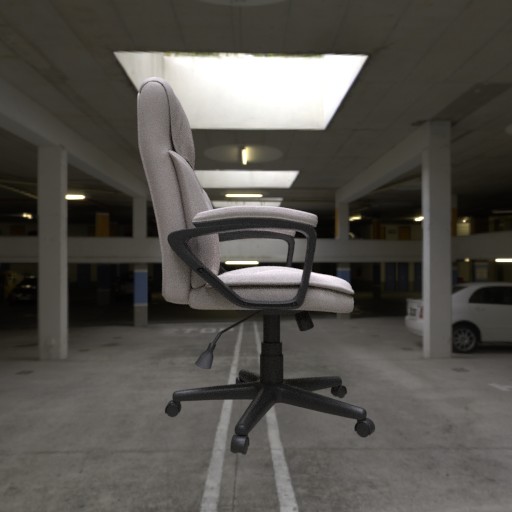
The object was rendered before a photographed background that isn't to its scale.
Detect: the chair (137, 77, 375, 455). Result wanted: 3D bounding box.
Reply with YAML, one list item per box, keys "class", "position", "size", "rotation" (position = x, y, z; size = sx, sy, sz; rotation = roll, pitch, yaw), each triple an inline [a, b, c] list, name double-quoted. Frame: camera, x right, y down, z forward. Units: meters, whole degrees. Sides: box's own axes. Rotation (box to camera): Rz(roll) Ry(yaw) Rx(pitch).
- class: "chair"
  position: [0.000, 0.000, 1.545]
  size: [0.724, 1.105, 0.667]
  rotation: [0, 0, -1]
